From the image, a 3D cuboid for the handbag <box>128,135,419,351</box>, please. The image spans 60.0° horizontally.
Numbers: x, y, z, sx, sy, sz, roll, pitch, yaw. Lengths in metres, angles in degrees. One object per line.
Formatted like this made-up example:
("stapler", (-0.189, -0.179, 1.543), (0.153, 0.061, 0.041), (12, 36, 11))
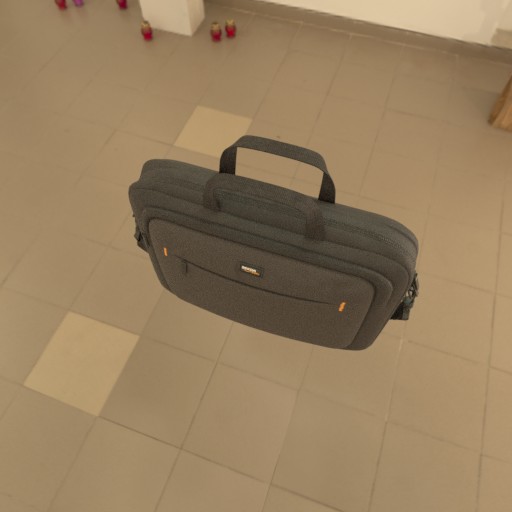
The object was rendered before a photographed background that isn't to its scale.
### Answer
("handbag", (0.000, 0.000, 0.437), (0.320, 0.244, 0.089), (17, 60, 10))
